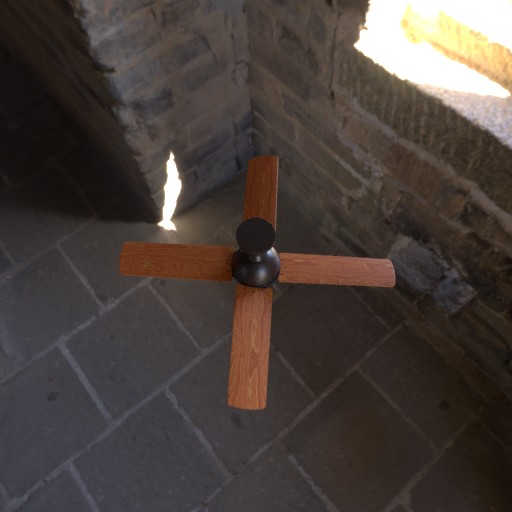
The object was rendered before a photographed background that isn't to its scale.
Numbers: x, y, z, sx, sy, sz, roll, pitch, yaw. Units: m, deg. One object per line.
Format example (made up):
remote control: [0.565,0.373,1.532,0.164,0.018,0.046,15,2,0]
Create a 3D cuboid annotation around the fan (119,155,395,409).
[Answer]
fan: [0.000,0.000,2.058,1.332,0.403,1.332,3,63,2]
